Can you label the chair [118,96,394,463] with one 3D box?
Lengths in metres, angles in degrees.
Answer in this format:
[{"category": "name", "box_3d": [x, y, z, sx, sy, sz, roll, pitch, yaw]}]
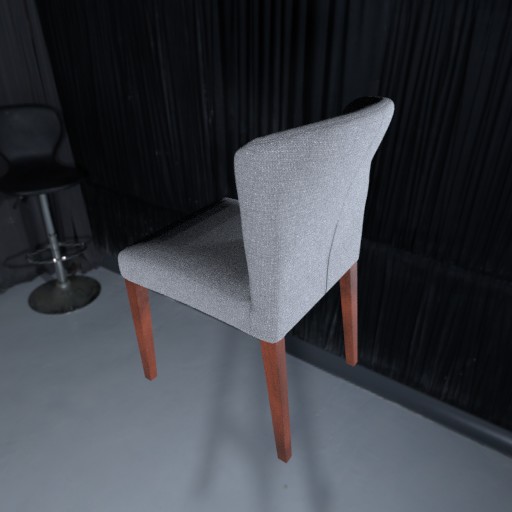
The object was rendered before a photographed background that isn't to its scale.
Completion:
[{"category": "chair", "box_3d": [0.000, 0.000, 1.184, 0.589, 0.839, 0.491, 19, 35, 29]}]
